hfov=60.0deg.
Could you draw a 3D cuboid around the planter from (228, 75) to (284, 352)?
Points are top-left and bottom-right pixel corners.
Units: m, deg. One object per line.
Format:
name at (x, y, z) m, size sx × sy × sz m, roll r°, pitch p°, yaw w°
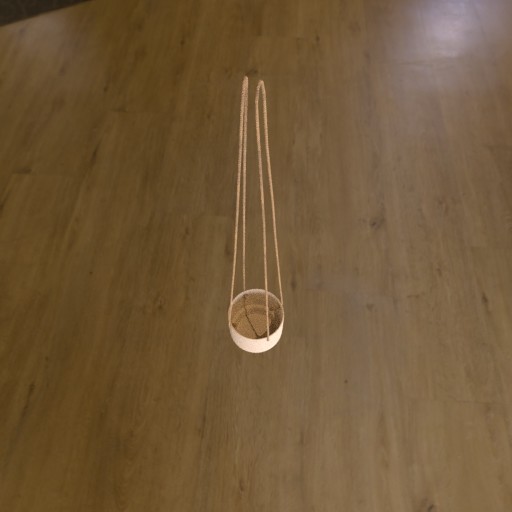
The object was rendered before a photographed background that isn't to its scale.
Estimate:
planter at (0.000, 0.000, 0.903) m, size 0.146 × 0.841 × 0.146 m, roll 18°, pitch 60°, yaw 10°
